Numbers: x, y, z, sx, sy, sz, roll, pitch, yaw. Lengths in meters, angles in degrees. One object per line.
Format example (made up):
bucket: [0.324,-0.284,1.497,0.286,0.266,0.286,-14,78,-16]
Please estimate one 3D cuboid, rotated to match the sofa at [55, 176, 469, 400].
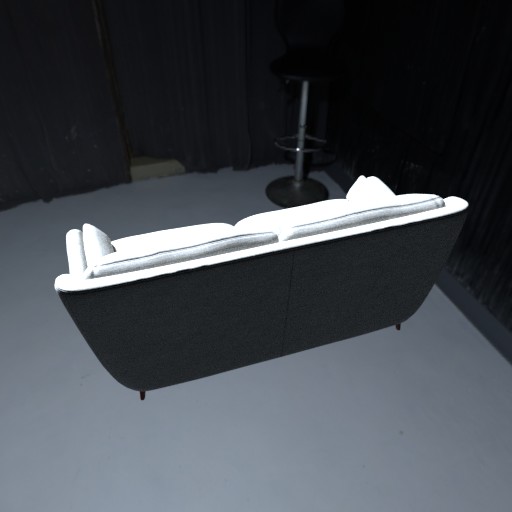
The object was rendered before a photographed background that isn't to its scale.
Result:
sofa: [0.000,0.000,2.425,1.930,0.897,0.976,-12,42,-14]
